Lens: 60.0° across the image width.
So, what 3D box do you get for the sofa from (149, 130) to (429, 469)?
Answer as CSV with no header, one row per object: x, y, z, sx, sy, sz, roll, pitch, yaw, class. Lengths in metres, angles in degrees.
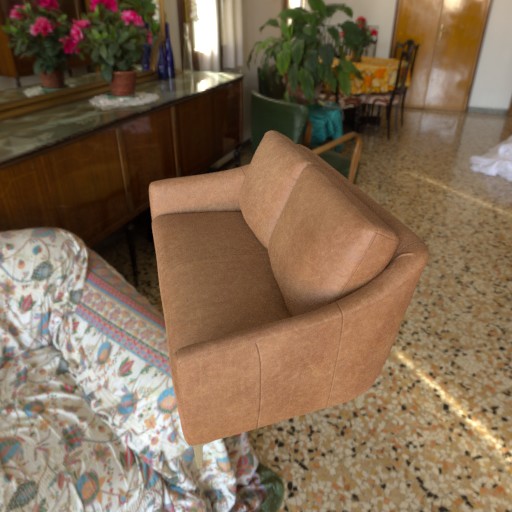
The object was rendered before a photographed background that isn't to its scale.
0.000,0.000,2.190,0.960,0.902,1.619,-7,31,-13,sofa
